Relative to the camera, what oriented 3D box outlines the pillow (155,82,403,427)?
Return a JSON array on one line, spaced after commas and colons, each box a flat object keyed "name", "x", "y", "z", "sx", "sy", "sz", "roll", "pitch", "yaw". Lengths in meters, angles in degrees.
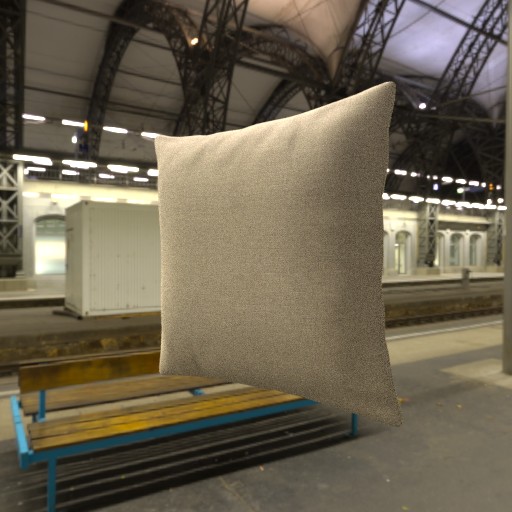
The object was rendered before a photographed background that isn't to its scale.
[{"name": "pillow", "x": 0.000, "y": 0.000, "z": 0.797, "sx": 0.523, "sy": 0.510, "sz": 0.166, "roll": 0, "pitch": 0, "yaw": 36}]
